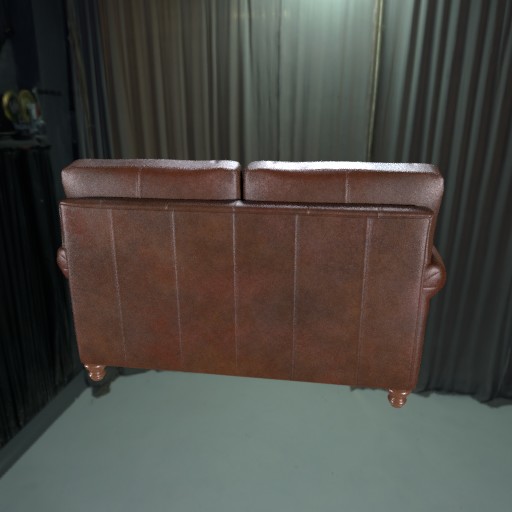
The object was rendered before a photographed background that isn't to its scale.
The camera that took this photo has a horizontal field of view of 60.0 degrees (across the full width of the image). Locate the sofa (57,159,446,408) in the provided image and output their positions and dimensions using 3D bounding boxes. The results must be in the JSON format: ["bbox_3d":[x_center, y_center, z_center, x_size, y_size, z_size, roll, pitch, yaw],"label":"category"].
[{"bbox_3d":[0.000,0.000,2.191,1.616,0.976,0.990,3,17,8],"label":"sofa"}]
